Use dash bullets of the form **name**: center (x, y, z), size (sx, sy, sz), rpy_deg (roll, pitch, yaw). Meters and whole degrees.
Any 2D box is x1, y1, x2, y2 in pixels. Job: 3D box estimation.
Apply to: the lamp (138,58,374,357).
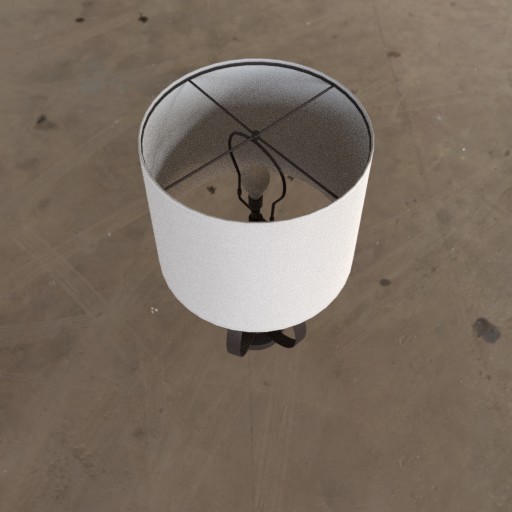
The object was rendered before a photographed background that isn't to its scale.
- **lamp**: center (0.000, 0.000, 0.691), size (0.286, 0.510, 0.286), rpy_deg (0, 58, 0)
